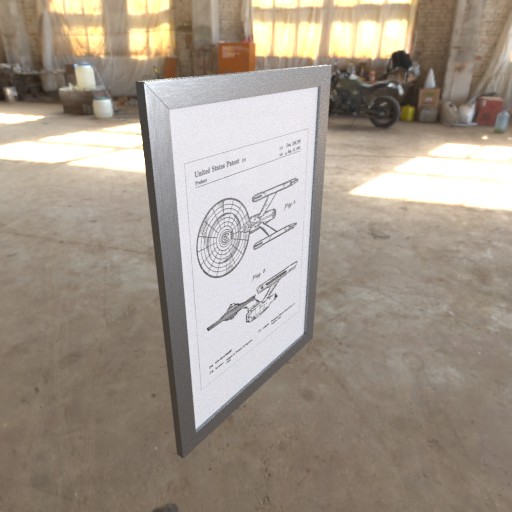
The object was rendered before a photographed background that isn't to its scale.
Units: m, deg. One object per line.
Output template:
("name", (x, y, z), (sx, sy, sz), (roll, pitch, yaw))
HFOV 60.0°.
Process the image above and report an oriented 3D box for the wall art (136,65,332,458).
("wall art", (0.000, 0.000, 0.686), (0.013, 0.529, 0.376), (19, 32, 33))
